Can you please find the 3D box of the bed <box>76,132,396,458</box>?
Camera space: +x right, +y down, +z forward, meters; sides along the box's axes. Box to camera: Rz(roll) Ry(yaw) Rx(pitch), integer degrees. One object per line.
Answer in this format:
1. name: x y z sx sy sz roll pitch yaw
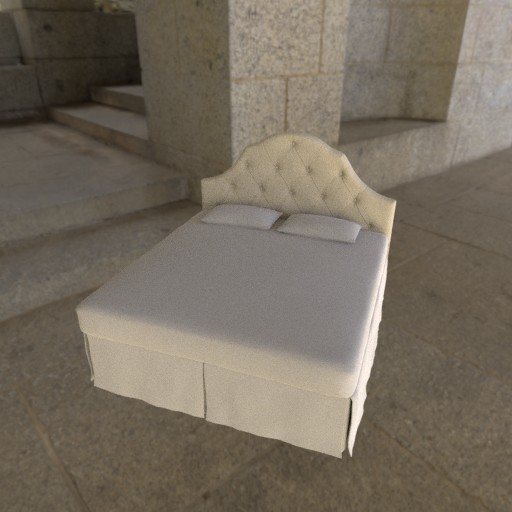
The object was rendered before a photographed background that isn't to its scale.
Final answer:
1. bed: 0.000 0.000 3.521 2.012 1.555 2.086 9 28 18
